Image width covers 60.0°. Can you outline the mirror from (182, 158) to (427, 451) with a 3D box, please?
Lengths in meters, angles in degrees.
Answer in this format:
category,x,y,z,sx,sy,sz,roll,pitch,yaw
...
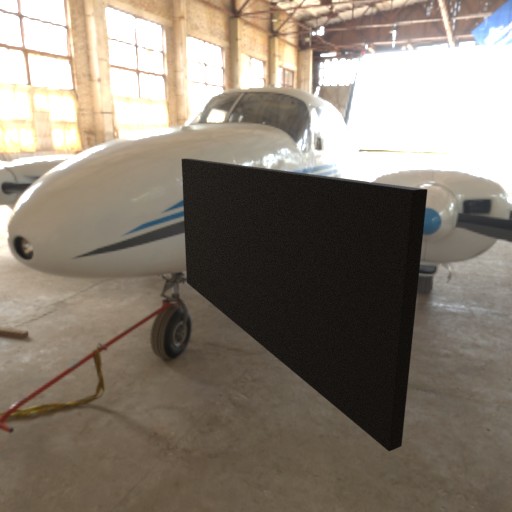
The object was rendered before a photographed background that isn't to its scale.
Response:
category,x,y,z,sx,sy,sz,roll,pitch,yaw
mirror,0.000,0.000,1.769,0.047,0.692,1.584,-8,17,-27
